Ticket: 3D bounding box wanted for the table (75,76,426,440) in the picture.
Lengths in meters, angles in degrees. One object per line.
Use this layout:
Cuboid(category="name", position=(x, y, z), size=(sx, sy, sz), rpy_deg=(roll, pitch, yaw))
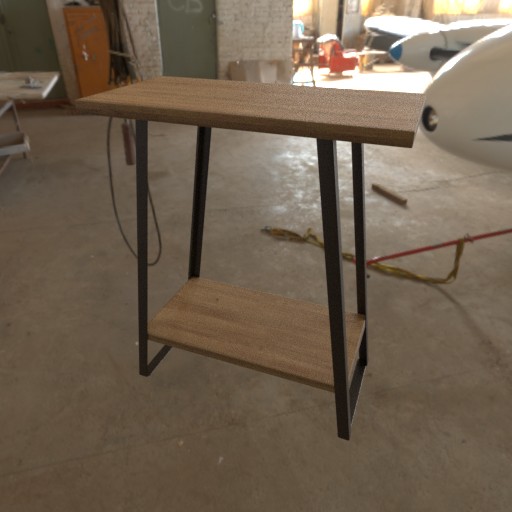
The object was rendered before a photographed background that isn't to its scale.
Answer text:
Cuboid(category="table", position=(0.000, 0.000, 1.017), size=(0.599, 0.701, 0.300), rpy_deg=(11, 32, 18))
